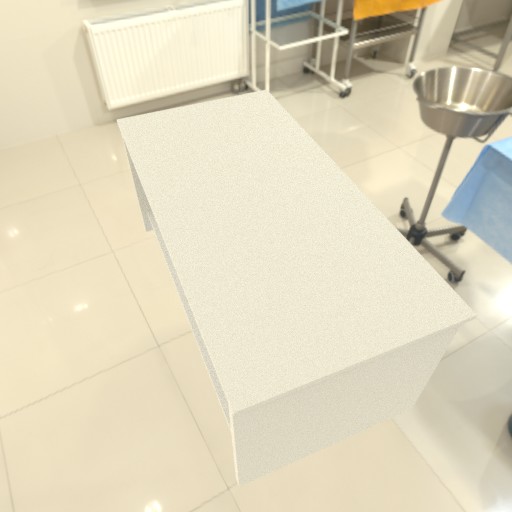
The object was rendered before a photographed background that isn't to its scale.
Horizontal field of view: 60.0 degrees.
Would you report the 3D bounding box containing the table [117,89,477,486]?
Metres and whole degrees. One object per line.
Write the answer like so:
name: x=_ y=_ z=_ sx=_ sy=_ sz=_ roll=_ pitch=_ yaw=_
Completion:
table: x=0.000 y=0.000 z=1.259 sx=0.500 sy=0.441 sz=1.000 roll=-17 pitch=49 yaw=-15
